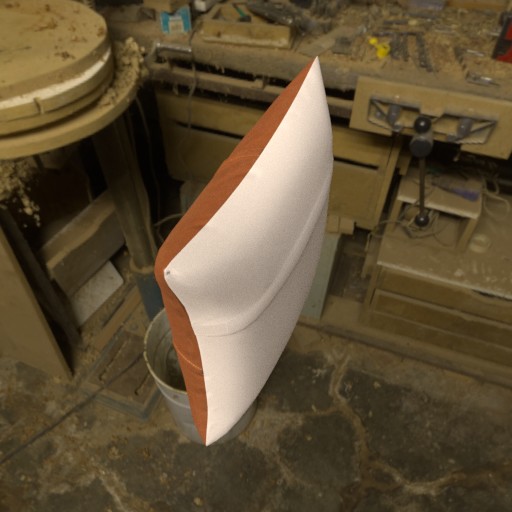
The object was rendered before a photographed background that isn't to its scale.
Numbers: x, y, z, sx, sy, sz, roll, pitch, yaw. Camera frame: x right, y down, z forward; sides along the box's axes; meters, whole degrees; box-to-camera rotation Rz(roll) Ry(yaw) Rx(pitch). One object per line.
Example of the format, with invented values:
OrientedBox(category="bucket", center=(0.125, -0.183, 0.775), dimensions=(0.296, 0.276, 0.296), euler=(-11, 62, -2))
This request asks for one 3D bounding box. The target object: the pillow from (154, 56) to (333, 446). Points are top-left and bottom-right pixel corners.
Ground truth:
OrientedBox(category="pillow", center=(0.000, 0.000, 0.748), dimensions=(0.192, 0.477, 0.501), euler=(17, 50, 15))
